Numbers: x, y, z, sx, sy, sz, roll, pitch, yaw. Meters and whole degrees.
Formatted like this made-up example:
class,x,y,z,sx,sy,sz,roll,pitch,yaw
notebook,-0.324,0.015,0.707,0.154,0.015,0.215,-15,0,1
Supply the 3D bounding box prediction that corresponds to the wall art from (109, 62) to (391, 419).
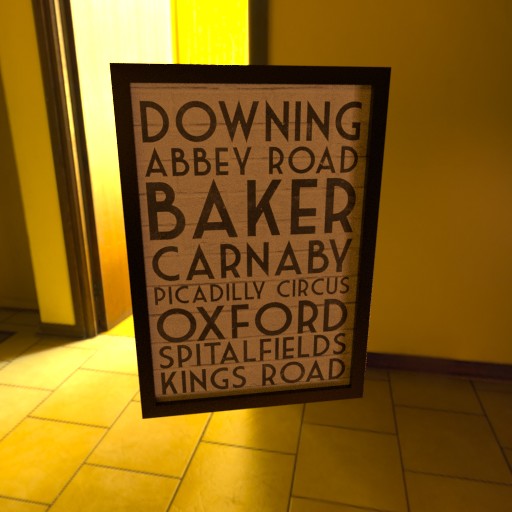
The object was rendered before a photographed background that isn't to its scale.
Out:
class,x,y,z,sx,sy,sz,roll,pitch,yaw
wall art,0.000,0.000,0.544,0.304,0.432,0.013,-3,18,-8
